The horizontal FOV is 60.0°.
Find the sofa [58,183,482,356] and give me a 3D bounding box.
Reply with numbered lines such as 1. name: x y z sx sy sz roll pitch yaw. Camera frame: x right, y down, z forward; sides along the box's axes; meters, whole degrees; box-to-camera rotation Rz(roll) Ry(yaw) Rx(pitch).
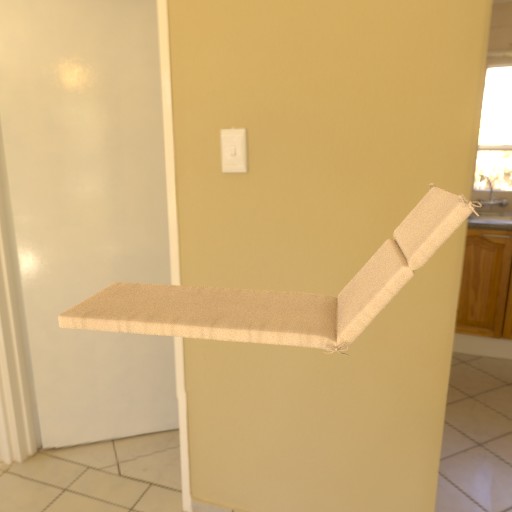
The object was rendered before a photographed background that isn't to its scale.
1. sofa: 0.000 0.000 1.954 1.663 0.622 0.582 2 14 10
